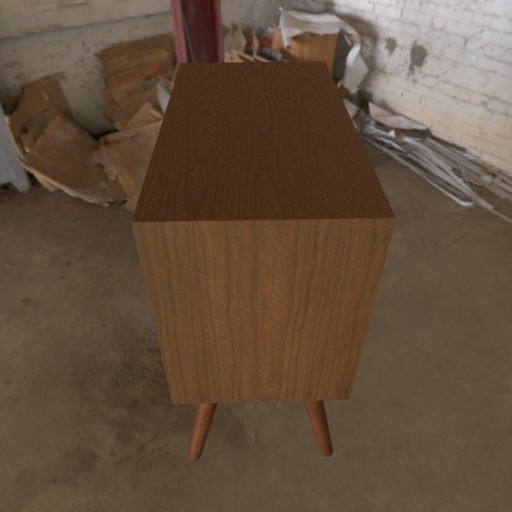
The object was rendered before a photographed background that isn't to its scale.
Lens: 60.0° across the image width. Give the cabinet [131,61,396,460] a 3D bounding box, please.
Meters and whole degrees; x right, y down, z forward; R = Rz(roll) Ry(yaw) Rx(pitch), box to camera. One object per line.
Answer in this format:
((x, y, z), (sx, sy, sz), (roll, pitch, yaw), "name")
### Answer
((0.000, 0.000, 1.152), (0.388, 0.748, 0.712), (-1, 41, -1), "cabinet")
